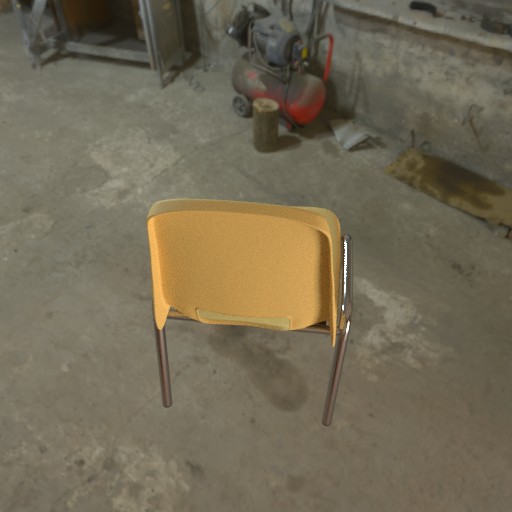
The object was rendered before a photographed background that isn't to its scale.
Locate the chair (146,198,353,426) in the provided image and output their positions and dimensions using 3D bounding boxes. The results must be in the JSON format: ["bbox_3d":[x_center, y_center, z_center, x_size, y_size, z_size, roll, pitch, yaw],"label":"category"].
[{"bbox_3d":[0.000,0.000,0.781,0.354,0.536,0.385,5,46,5],"label":"chair"}]
